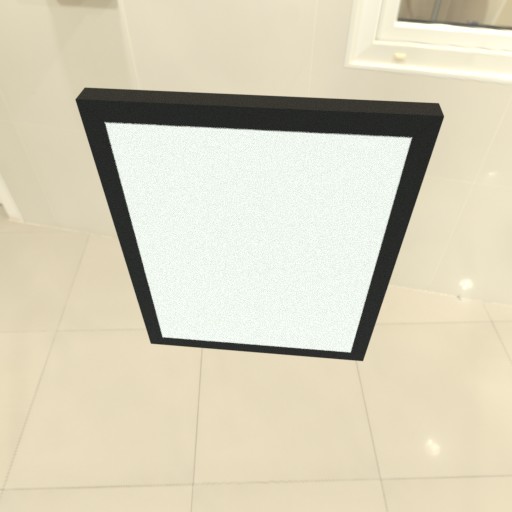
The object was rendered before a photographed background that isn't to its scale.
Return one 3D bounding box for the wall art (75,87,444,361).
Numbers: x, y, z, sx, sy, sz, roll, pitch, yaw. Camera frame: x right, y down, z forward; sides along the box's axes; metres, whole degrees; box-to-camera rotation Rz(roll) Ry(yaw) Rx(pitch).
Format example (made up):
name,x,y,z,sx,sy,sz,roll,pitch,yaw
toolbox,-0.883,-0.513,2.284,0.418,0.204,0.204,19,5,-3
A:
name,x,y,z,sx,sy,sz,roll,pitch,yaw
wall art,0.000,0.000,0.547,0.329,0.404,0.024,4,46,4
